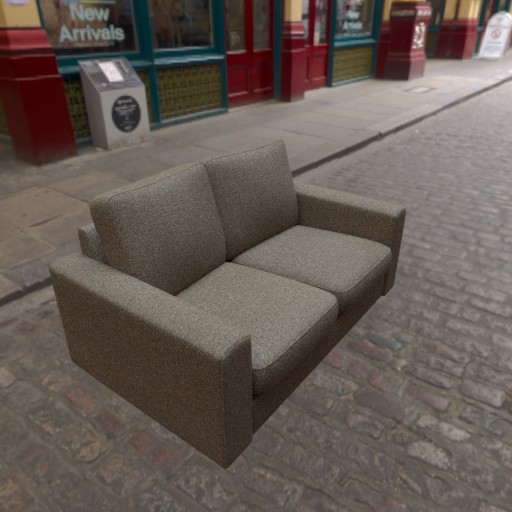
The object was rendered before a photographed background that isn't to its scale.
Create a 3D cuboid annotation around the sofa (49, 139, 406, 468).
[{"bbox_3d":[0.000,0.000,2.242,1.016,0.873,1.616,19,33,32],"label":"sofa"}]
